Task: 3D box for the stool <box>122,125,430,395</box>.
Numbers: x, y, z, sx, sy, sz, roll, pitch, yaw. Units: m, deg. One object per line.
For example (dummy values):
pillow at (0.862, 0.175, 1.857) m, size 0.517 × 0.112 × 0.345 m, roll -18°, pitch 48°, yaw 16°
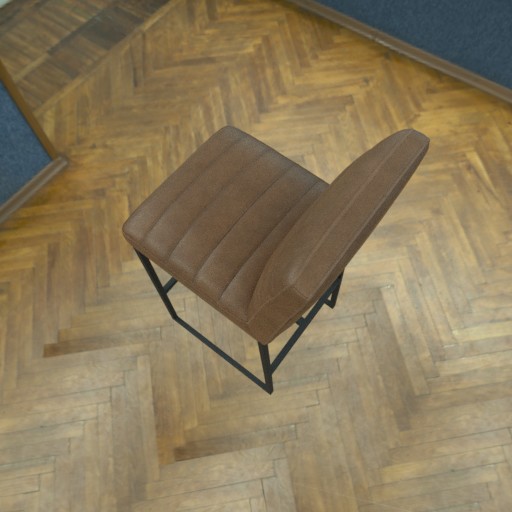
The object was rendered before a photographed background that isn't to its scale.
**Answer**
stool at (0.000, 0.000, 1.306) m, size 0.556 × 1.040 × 0.458 m, roll 34°, pitch 69°, yaw 16°
